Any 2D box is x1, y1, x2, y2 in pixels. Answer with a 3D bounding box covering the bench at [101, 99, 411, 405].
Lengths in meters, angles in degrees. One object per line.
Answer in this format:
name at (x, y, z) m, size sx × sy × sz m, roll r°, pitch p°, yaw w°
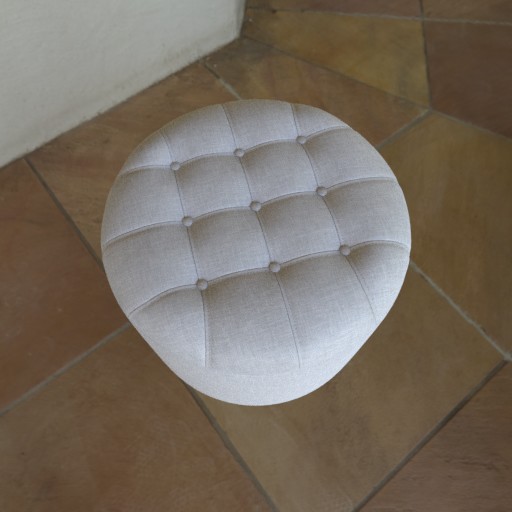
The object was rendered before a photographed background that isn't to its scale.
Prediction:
bench at (0.000, 0.000, 1.003) m, size 0.600 × 0.453 × 0.600 m, roll 0°, pitch 64°, yaw 0°
